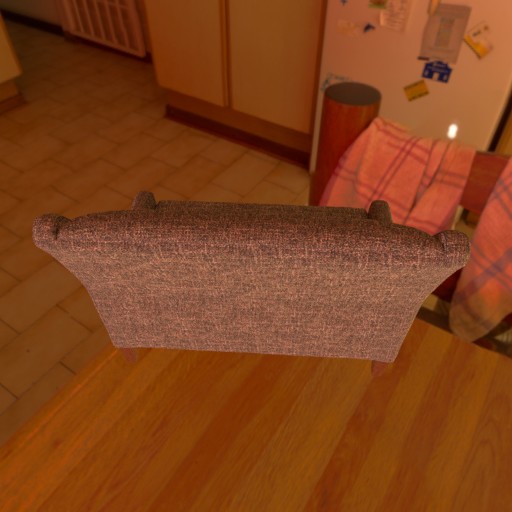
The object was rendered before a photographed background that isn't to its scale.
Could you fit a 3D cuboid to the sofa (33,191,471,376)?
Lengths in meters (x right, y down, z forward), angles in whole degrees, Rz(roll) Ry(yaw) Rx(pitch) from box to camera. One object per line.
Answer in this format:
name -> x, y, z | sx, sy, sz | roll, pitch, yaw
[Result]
sofa -> 0.000, 0.000, 1.849 | 1.242, 1.021, 0.870 | 3, 46, 2
